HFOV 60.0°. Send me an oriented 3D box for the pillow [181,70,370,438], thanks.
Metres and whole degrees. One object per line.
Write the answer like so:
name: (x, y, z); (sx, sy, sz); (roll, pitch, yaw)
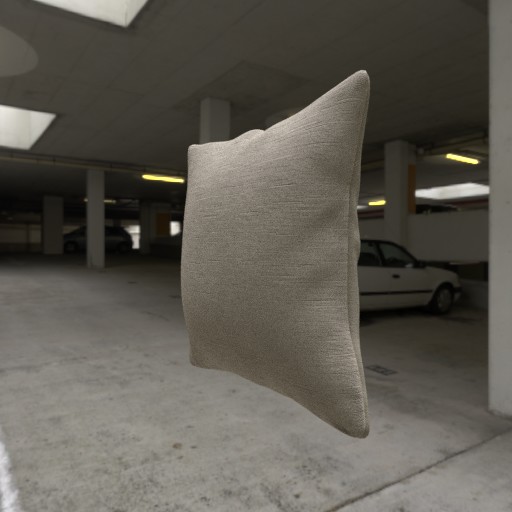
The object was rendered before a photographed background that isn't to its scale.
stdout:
pillow: (0.000, 0.000, 0.673); (0.162, 0.420, 0.437); (0, 0, -35)
